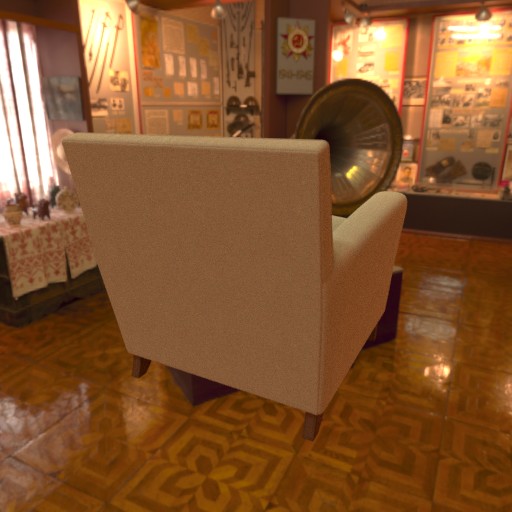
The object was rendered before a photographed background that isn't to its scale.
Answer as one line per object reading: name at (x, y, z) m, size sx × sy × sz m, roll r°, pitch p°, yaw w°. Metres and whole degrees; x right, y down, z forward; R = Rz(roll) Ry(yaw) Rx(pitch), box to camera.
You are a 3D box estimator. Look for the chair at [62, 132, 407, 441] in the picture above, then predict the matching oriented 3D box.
chair at (0.000, 0.000, 1.547) m, size 0.840 × 0.846 × 0.871 m, roll 10°, pitch 20°, yaw 27°
